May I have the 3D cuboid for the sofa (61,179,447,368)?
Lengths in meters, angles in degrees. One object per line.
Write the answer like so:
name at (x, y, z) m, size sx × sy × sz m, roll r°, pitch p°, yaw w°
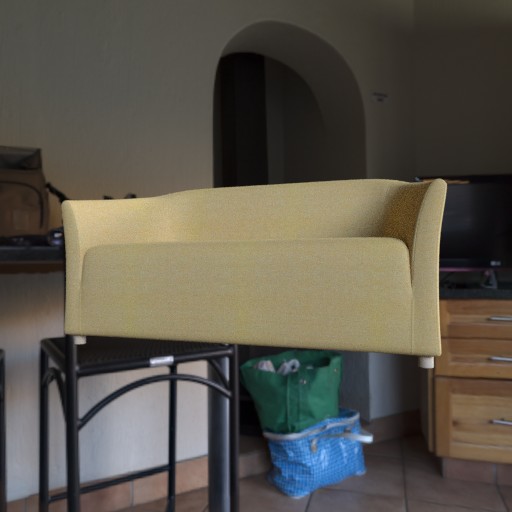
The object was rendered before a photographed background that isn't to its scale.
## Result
sofa at (0.000, 0.000, 1.893) m, size 1.452 × 0.721 × 0.705 m, roll 0°, pitch -1°, yaw 19°
